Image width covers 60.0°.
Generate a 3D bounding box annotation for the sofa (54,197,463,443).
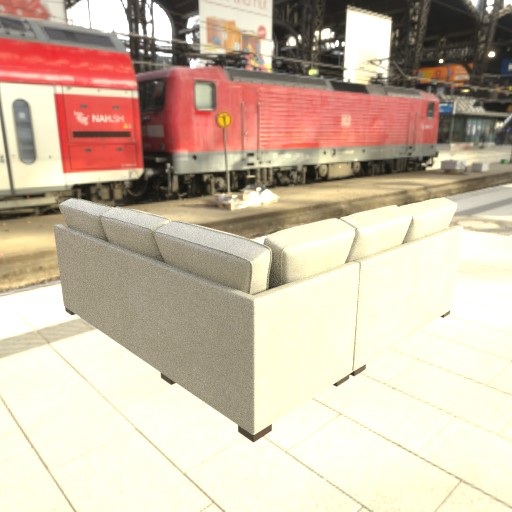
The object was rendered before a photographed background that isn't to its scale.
[{"bbox_3d":[0.000,0.000,3.374,2.188,0.936,2.211,-15,22,-43],"label":"sofa"}]
